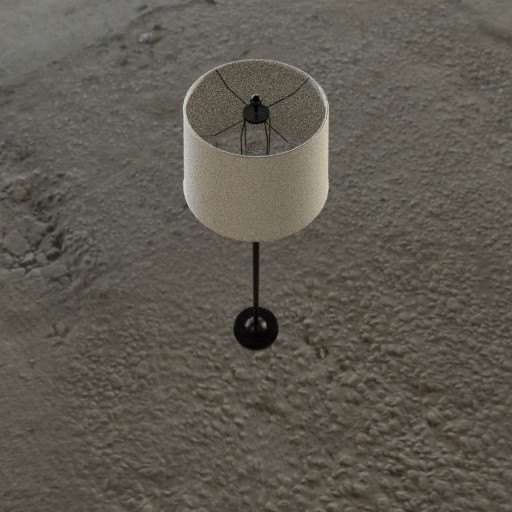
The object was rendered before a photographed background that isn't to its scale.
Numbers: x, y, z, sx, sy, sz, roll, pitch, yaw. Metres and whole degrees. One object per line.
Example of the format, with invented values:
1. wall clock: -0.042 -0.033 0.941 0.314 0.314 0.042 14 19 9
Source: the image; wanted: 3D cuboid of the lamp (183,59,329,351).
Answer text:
1. lamp: 0.000 0.000 1.692 0.431 1.484 0.431 0 59 0
